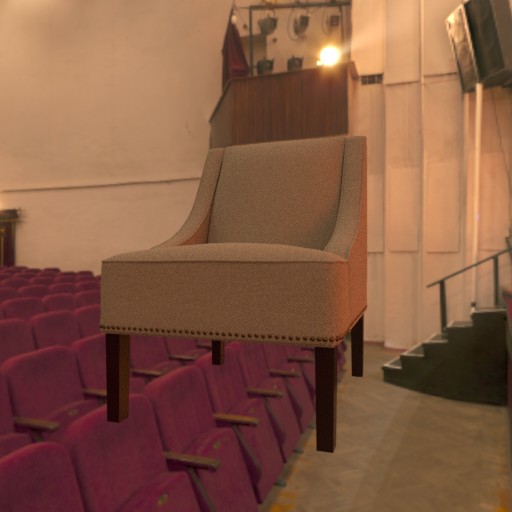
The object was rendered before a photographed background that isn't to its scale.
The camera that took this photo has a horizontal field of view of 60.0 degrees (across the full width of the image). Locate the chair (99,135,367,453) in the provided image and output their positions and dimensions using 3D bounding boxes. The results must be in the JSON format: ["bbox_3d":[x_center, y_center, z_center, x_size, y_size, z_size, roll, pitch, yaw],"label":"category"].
[{"bbox_3d":[0.000,0.000,1.380,0.628,0.872,0.748,0,0,19],"label":"chair"}]
